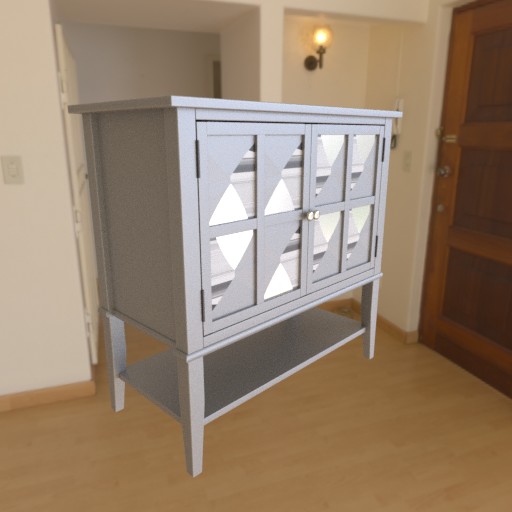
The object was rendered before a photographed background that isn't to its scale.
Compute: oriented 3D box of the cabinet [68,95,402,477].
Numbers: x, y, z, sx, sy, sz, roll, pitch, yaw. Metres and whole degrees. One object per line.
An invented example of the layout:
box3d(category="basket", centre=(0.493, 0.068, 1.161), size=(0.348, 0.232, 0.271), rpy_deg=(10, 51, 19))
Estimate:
box3d(category="cabinet", centre=(0.000, 0.000, 1.236), size=(0.396, 0.780, 0.801), rpy_deg=(15, 21, 42))
